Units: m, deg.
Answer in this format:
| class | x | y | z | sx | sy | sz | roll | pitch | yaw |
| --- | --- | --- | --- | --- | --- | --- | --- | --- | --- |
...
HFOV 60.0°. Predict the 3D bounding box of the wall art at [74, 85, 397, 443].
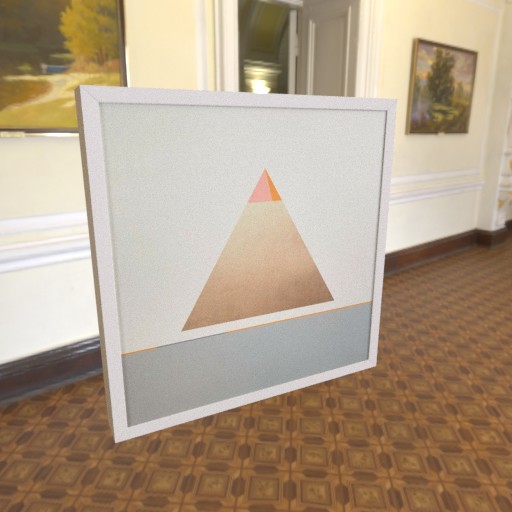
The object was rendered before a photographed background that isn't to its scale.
| class | x | y | z | sx | sy | sz | roll | pitch | yaw |
| --- | --- | --- | --- | --- | --- | --- | --- | --- | --- |
| wall art | 0.000 | 0.000 | 0.444 | 0.305 | 0.304 | 0.038 | -8 | 17 | -26 |
